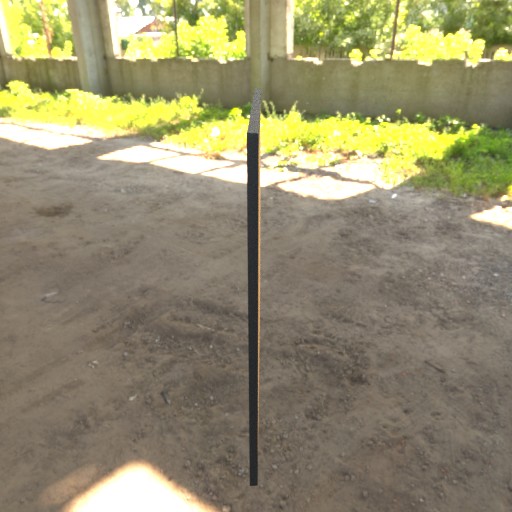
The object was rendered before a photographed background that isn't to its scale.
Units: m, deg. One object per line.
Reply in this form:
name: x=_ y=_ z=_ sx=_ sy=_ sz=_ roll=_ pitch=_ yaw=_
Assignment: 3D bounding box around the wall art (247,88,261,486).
wall art: x=0.000 y=0.000 z=1.003 sx=0.016 sy=0.659 sz=0.663 roll=0 pitch=25 yaw=1
